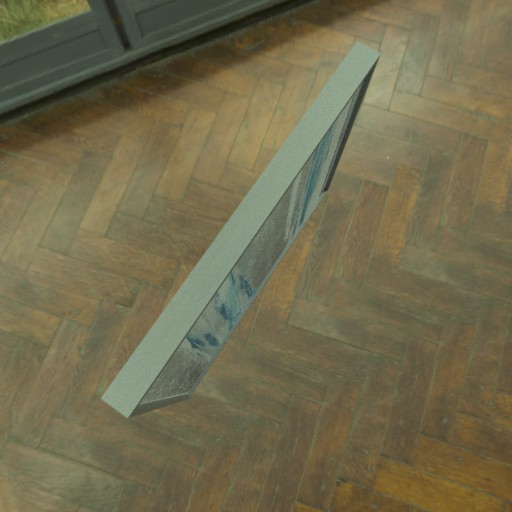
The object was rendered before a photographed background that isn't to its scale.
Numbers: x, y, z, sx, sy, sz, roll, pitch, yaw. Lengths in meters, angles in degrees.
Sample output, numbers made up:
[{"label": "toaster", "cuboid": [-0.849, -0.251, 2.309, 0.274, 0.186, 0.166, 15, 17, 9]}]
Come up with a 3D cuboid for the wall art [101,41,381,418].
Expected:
[{"label": "wall art", "cuboid": [0.000, 0.000, 0.758, 0.037, 0.450, 0.557, 32, 77, 8]}]
